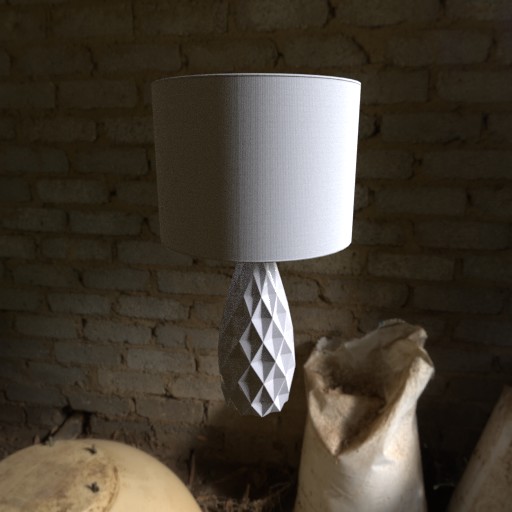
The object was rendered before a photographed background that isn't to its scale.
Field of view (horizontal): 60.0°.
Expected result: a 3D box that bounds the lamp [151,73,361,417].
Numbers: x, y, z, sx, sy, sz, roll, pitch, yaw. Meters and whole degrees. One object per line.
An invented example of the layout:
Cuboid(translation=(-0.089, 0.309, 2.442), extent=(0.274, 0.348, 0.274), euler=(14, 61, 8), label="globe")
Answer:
Cuboid(translation=(0.000, 0.000, 0.713), extent=(0.297, 0.522, 0.297), euler=(0, 16, 0), label="lamp")
